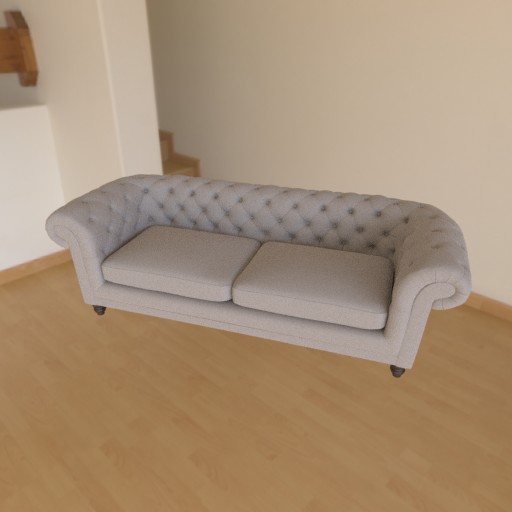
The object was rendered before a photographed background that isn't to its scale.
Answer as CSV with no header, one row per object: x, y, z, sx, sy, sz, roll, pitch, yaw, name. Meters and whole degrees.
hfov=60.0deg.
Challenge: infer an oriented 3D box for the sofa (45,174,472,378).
0.000,0.000,2.858,2.411,0.749,0.991,8,29,16,sofa
